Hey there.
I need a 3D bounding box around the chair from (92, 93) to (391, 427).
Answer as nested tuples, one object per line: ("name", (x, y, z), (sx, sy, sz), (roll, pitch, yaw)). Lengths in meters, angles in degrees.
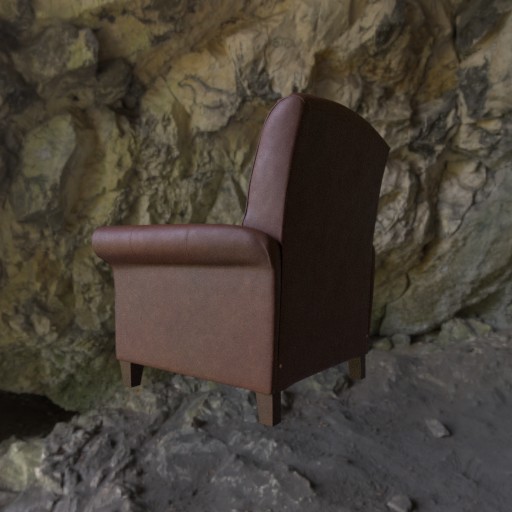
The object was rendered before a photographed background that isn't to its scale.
("chair", (0.000, 0.000, 1.851), (0.902, 1.061, 0.978), (0, 0, 37))
